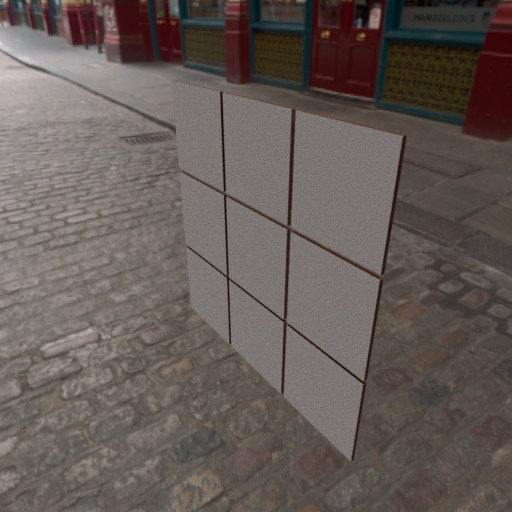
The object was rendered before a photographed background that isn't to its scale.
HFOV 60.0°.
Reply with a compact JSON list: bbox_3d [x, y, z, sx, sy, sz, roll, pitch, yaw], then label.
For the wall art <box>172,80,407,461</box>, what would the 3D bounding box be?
[{"bbox_3d":[0.000,0.000,1.849,0.017,1.246,1.256,-20,35,-31],"label":"wall art"}]
